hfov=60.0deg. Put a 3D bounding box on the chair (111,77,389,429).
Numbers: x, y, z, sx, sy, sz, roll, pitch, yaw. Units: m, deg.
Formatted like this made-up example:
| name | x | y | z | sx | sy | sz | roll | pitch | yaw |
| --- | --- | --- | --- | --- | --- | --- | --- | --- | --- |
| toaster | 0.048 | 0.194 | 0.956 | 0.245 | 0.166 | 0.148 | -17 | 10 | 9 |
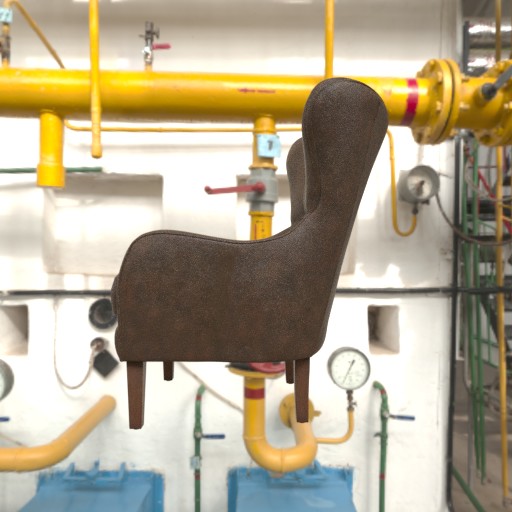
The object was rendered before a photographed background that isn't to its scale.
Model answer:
| name | x | y | z | sx | sy | sz | roll | pitch | yaw |
| --- | --- | --- | --- | --- | --- | --- | --- | --- | --- |
| chair | 0.000 | 0.000 | 1.610 | 0.914 | 1.048 | 0.692 | 0 | 0 | 0 |
